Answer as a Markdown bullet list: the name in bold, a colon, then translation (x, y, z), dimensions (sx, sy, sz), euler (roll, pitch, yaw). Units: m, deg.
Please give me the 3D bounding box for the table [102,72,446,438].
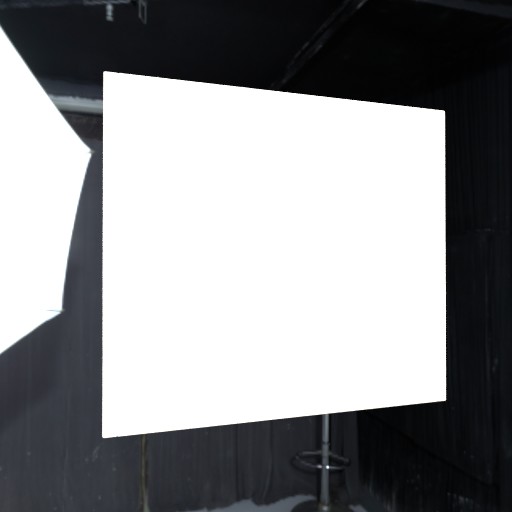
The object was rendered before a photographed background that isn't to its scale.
- **table**: translation (0.000, 0.000, 0.898), dimensions (0.570, 0.510, 0.420), euler (0, -1, -17)
